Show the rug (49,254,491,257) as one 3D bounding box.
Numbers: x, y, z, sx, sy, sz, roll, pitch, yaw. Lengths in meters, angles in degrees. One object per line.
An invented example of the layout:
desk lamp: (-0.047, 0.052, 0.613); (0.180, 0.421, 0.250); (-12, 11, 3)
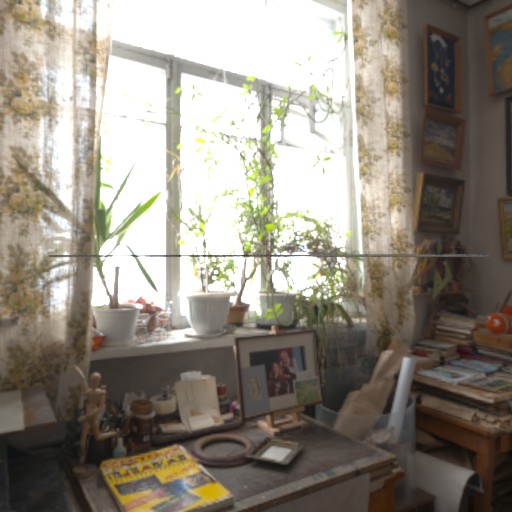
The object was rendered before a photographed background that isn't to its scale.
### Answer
rug: (0.000, 0.000, 2.697); (2.434, 0.013, 0.770); (0, 0, 19)
